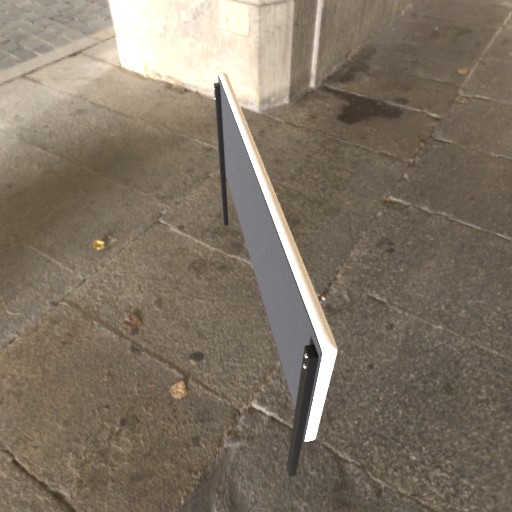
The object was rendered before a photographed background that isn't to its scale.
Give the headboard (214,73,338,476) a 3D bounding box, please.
[{"bbox_3d":[0.000,0.000,2.903,0.120,1.410,2.362,-9,47,-9],"label":"headboard"}]
